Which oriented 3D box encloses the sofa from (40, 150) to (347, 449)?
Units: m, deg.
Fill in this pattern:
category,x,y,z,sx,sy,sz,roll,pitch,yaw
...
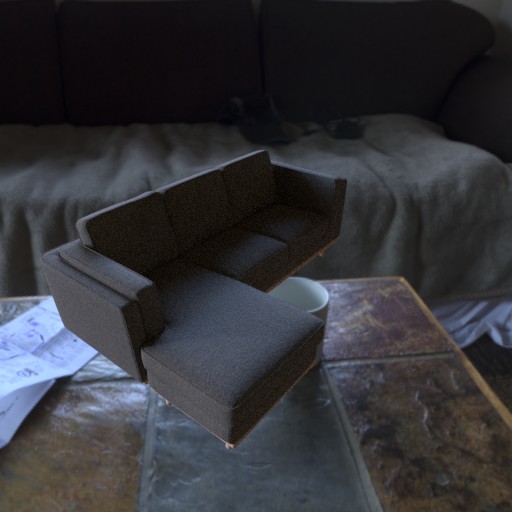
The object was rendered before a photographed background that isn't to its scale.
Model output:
category,x,y,z,sx,sy,sz,roll,pitch,yaw
sofa,0.000,0.000,3.256,1.604,0.929,2.411,22,37,32
